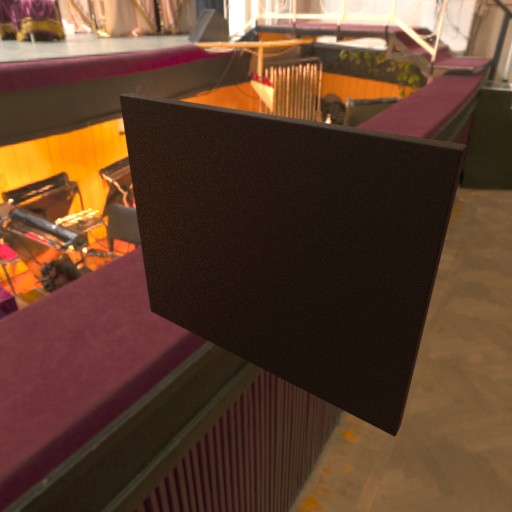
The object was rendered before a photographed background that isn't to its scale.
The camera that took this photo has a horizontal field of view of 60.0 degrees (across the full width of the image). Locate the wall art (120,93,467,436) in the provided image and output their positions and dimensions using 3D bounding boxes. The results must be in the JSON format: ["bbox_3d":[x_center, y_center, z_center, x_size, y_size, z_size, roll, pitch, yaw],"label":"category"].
[{"bbox_3d":[0.000,0.000,0.733,0.558,0.457,0.031,20,35,31],"label":"wall art"}]
